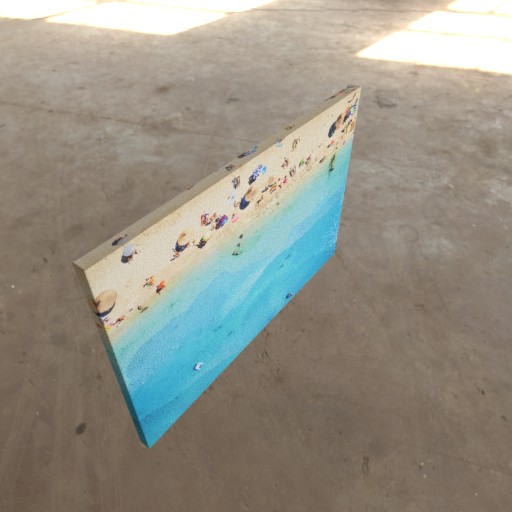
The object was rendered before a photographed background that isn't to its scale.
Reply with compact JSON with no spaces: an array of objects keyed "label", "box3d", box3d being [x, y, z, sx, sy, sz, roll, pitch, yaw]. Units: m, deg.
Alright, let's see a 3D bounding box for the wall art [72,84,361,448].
[{"label":"wall art","box3d":[0.000,0.000,1.450,0.040,0.769,1.136,27,49,27]}]
